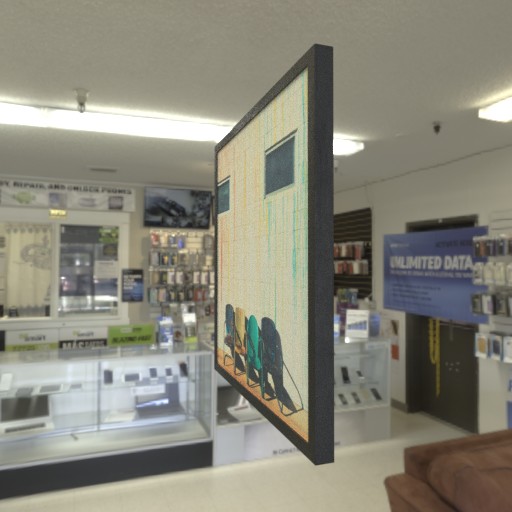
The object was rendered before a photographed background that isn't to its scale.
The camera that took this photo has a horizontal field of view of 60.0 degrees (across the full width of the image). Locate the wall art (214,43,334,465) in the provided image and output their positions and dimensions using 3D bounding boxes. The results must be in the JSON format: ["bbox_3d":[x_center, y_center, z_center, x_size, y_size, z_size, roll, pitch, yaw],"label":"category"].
[{"bbox_3d":[0.000,0.000,1.166,0.039,0.763,0.763,0,-1,-19],"label":"wall art"}]
